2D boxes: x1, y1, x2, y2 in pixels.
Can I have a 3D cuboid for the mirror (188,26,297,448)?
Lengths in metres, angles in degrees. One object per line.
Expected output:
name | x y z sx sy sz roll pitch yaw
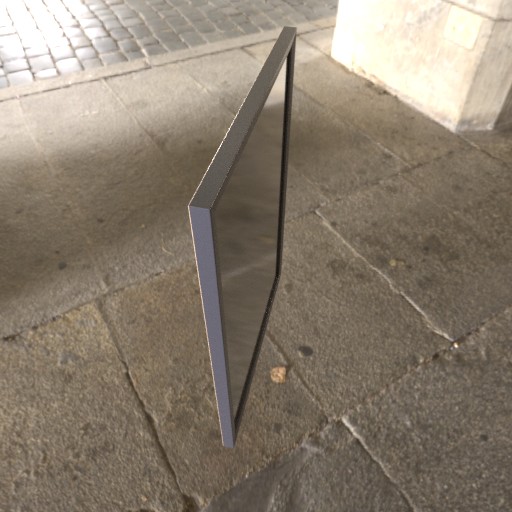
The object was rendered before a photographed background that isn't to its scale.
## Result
mirror | 0.000 0.000 1.312 0.040 1.016 0.762 10 48 9
